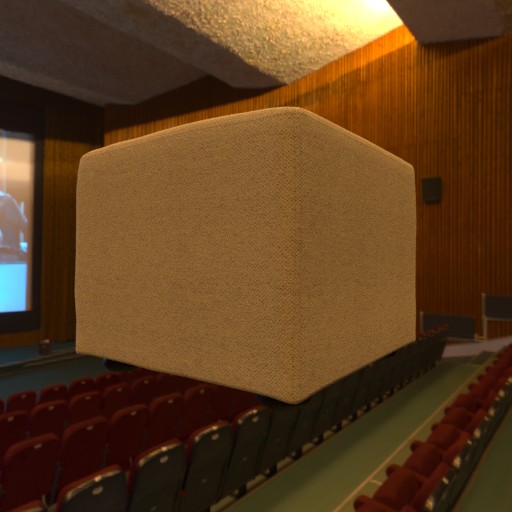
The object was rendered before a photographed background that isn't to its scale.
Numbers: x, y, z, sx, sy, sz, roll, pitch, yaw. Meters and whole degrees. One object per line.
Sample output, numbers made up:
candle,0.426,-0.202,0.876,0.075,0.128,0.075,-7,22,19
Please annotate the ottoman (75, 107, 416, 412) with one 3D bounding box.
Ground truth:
ottoman,0.000,0.000,0.916,0.512,0.453,0.521,0,0,36
